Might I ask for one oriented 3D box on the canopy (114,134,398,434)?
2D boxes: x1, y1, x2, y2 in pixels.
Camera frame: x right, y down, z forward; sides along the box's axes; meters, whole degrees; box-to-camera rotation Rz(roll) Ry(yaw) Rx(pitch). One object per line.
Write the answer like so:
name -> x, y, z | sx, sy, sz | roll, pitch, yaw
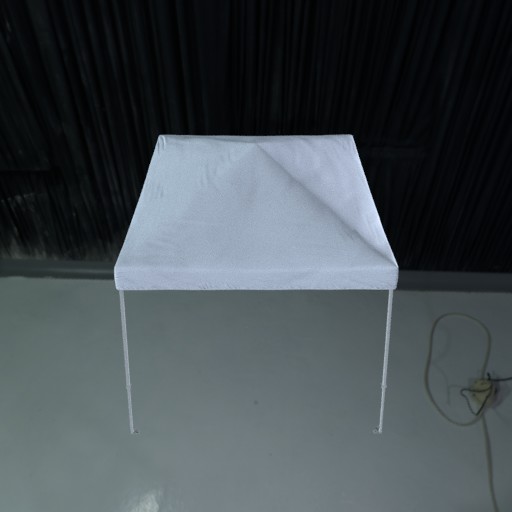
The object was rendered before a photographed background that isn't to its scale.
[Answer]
canopy -> 0.000, 0.000, 6.472 | 3.599, 3.600, 3.600 | 0, 42, 0
